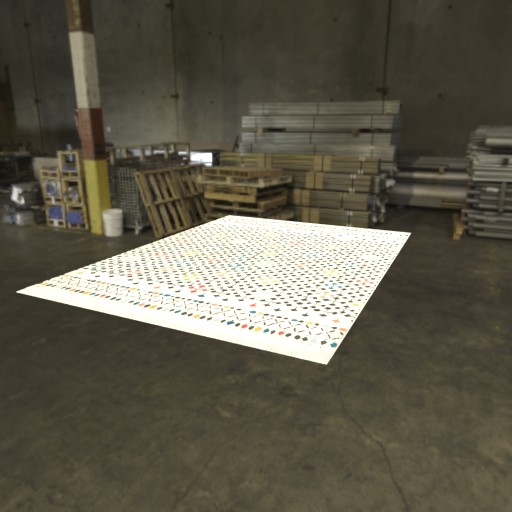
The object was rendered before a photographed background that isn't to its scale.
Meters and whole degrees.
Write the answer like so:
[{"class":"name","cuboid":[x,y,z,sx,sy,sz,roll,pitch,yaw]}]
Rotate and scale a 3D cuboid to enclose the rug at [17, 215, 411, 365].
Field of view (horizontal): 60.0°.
[{"class":"rug","cuboid":[0.000,0.000,2.013,1.146,0.006,1.556,8,18,25]}]
